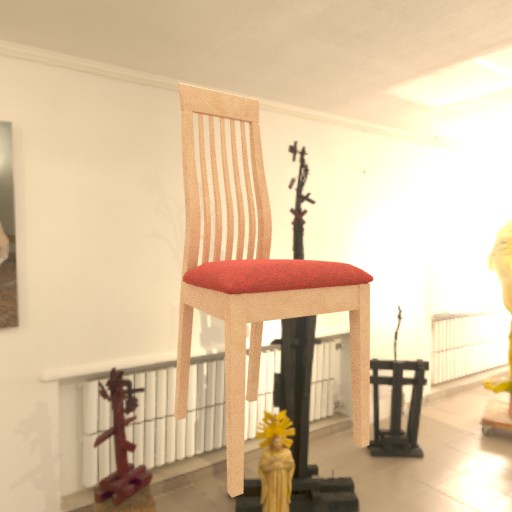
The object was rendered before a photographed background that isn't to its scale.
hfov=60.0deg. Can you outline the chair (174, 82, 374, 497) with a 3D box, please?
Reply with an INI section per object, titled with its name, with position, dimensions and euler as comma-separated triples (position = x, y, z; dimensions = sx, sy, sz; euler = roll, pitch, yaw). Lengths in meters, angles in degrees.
[chair]
position = 0.000, 0.000, 1.253
dimensions = 0.460, 1.027, 0.474
euler = -1, 2, -35
